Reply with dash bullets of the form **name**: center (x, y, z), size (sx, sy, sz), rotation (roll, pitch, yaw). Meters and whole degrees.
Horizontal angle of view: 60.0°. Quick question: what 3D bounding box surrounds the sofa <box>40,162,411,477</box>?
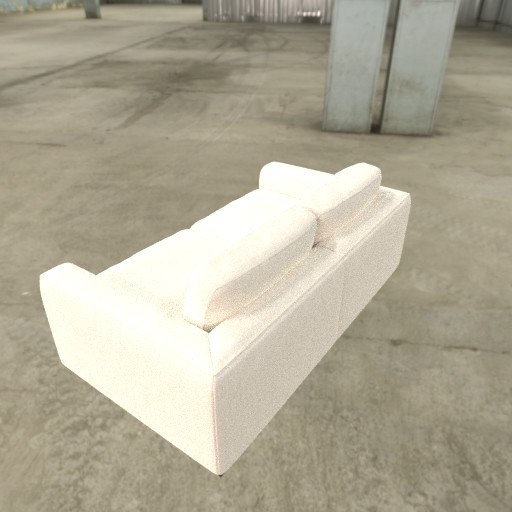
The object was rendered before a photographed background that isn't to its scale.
- **sofa**: center (0.000, 0.000, 2.435), size (1.069, 0.801, 1.920), rotation (20, 37, 30)
